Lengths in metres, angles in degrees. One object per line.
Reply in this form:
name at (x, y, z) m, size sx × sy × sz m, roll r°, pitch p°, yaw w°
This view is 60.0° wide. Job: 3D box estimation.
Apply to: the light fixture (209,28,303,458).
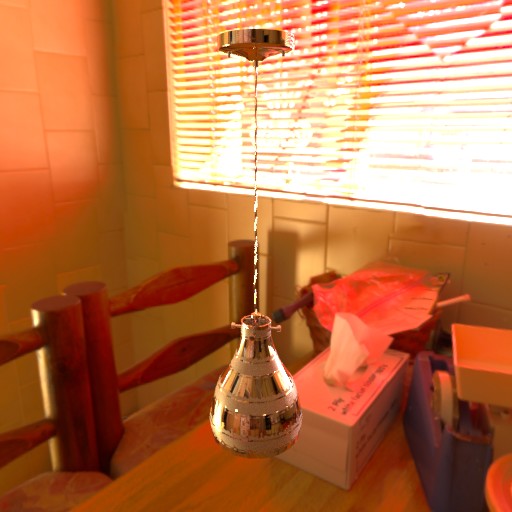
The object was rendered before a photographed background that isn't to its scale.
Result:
light fixture at (0.000, 0.000, 1.618) m, size 0.374 × 1.457 × 0.374 m, roll 2°, pitch 15°, yaw 9°
